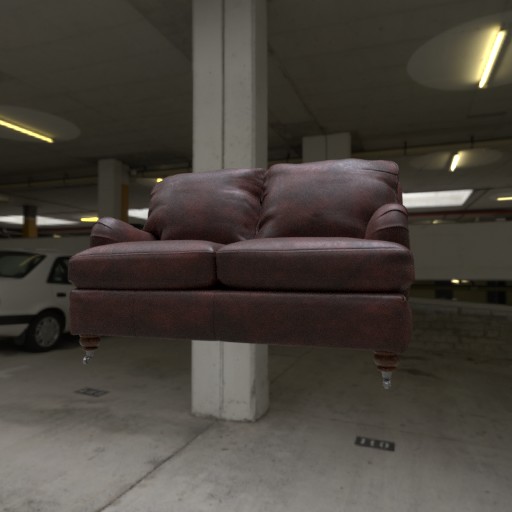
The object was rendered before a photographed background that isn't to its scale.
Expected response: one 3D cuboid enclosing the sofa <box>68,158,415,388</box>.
[{"bbox_3d":[0.000,0.000,2.433,1.628,1.070,1.148,-1,-2,19],"label":"sofa"}]
